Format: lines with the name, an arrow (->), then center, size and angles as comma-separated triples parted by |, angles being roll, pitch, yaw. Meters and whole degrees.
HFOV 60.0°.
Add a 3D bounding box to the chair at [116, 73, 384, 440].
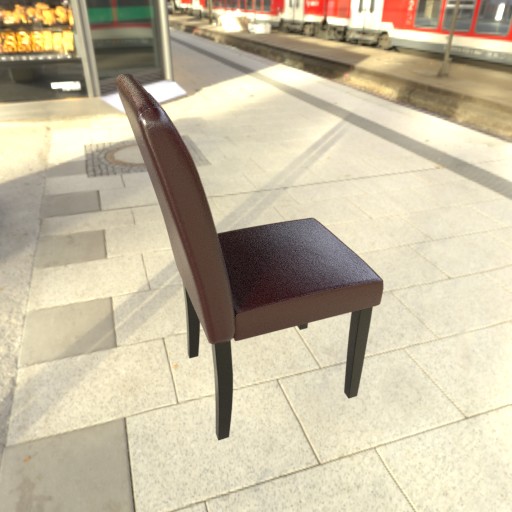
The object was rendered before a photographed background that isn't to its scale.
chair -> 0.000, 0.000, 1.178 | 0.556, 0.897, 0.399 | -11, 33, -18
